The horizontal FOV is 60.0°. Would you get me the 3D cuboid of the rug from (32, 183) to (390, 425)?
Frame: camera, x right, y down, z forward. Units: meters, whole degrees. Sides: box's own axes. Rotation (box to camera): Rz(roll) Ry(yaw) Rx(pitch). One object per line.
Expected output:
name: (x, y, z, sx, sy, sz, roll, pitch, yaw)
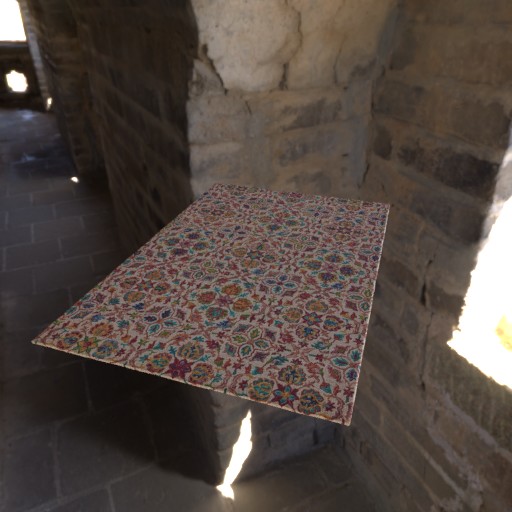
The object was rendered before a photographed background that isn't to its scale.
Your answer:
rug: (0.000, 0.000, 2.886, 1.541, 0.018, 2.297, 9, 31, 16)
